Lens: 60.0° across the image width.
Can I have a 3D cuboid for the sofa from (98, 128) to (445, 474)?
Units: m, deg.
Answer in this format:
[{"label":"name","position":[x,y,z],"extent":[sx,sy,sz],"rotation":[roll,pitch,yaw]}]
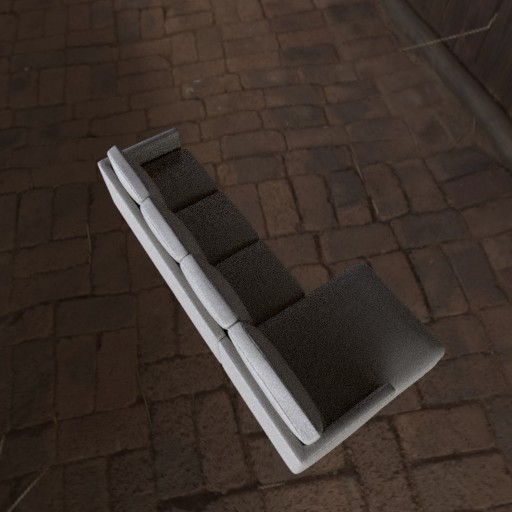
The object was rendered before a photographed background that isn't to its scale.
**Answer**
[{"label":"sofa","position":[0.000,0.000,3.915],"extent":[1.502,0.876,3.201],"rotation":[-30,63,-17]}]
